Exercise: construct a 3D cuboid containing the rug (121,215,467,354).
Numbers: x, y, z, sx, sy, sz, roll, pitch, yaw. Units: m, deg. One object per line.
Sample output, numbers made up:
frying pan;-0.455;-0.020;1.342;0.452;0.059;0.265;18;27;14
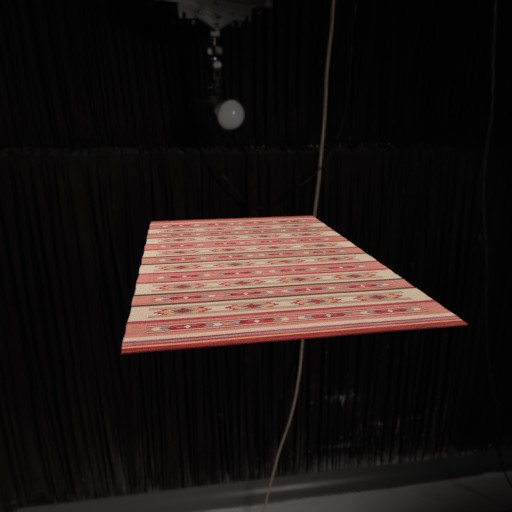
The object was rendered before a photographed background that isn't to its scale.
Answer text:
rug;0.000;0.000;3.031;1.535;0.010;2.431;-3;17;-9
